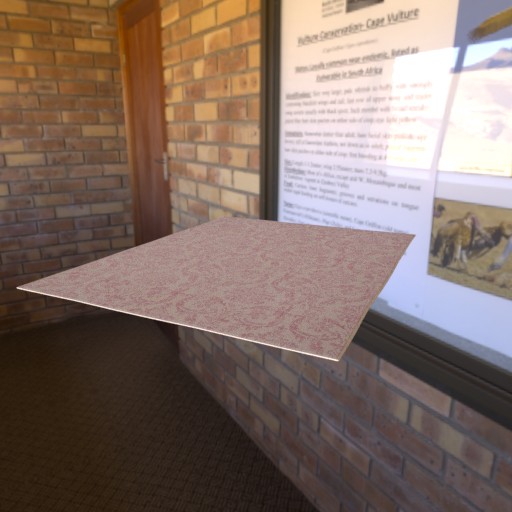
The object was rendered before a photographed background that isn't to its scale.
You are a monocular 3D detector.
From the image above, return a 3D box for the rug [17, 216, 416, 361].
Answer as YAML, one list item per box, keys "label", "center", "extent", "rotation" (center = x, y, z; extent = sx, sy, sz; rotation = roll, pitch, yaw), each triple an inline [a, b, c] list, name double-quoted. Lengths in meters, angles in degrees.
- label: "rug"
  center: [0.000, 0.000, 3.960]
  extent: [2.363, 0.012, 2.980]
  rotation: [8, 18, 25]
